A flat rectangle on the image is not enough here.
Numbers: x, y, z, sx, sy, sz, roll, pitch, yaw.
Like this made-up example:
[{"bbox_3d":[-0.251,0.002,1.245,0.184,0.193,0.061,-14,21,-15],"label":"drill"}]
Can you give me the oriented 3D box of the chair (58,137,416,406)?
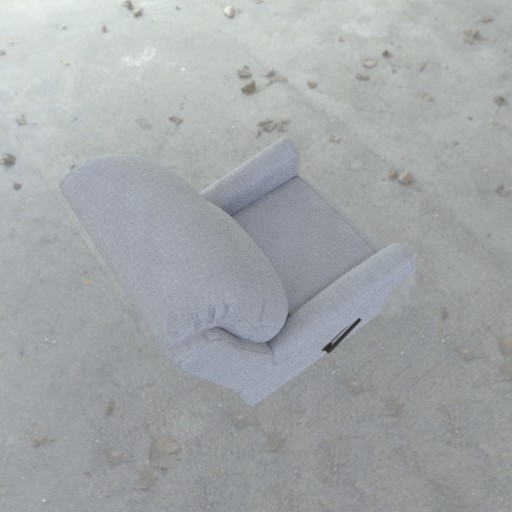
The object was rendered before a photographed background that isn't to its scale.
[{"bbox_3d":[0.000,0.000,1.747,1.014,1.054,0.838,-31,63,-18],"label":"chair"}]
